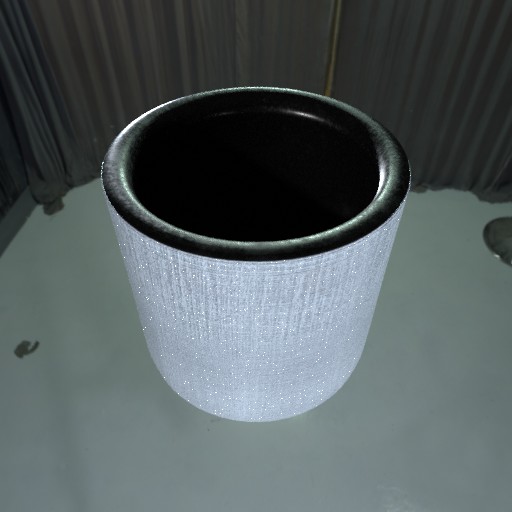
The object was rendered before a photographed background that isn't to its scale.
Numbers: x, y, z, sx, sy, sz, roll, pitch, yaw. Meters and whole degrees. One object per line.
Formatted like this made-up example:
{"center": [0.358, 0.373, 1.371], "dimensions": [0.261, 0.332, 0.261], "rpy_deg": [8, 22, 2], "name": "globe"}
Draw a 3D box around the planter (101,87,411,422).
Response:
{"center": [0.000, 0.000, 0.285], "dimensions": [0.160, 0.156, 0.160], "rpy_deg": [0, 45, 0], "name": "planter"}
